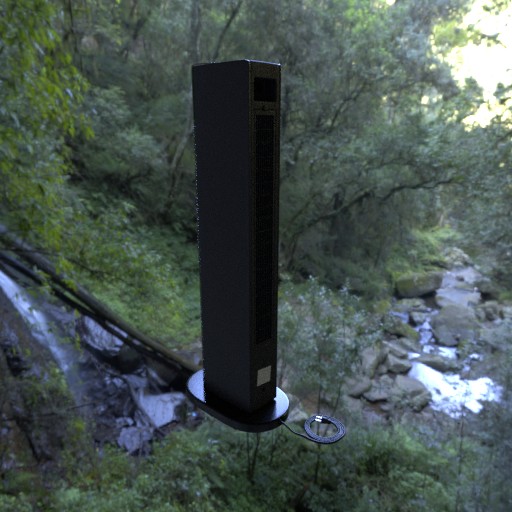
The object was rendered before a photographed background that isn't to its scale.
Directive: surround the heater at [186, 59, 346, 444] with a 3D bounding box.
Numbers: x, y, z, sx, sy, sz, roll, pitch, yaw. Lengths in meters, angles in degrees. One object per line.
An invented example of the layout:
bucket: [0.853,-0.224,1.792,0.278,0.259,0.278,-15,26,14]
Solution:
heater: [0.000,0.000,1.052,0.214,0.856,0.458,-15,22,-42]
